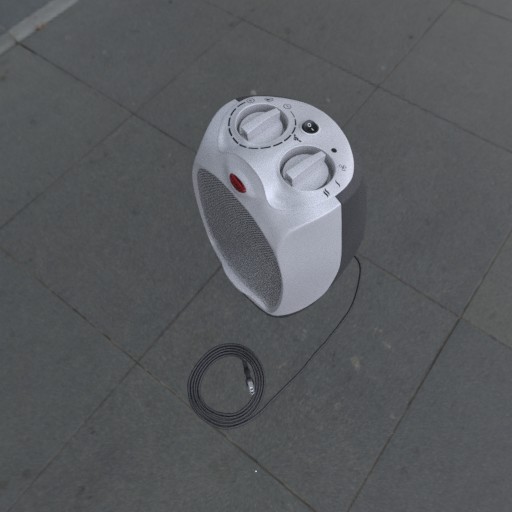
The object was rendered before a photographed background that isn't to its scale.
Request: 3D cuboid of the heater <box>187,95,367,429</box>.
[{"bbox_3d":[0.000,0.000,0.474,0.291,0.255,0.239,-35,69,-16],"label":"heater"}]
